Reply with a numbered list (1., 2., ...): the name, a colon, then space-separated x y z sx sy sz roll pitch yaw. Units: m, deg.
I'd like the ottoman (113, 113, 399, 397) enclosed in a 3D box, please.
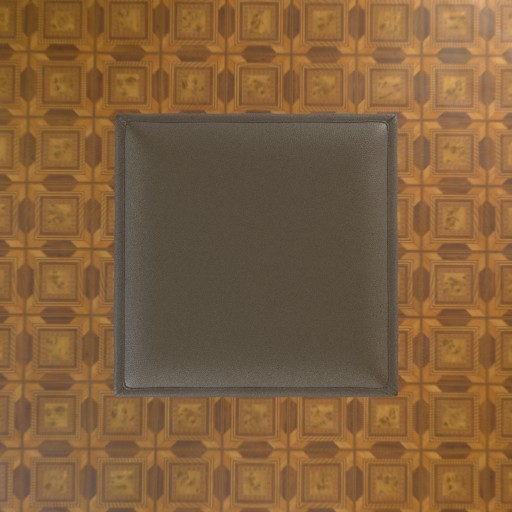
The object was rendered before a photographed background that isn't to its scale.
1. ottoman: 0.000 0.000 0.828 0.450 0.460 0.451 0 89 0
